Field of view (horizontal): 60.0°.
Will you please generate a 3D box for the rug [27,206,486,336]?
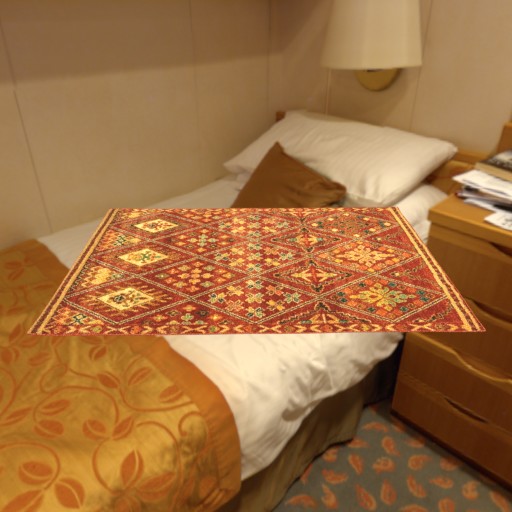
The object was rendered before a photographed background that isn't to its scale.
[{"bbox_3d":[0.000,0.000,2.851,2.286,0.026,1.521,0,30,-1],"label":"rug"}]
